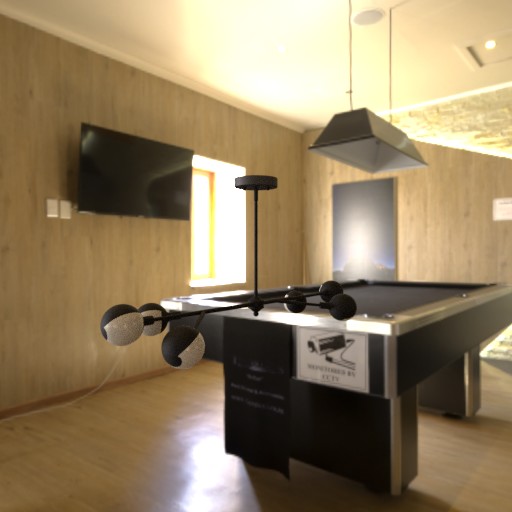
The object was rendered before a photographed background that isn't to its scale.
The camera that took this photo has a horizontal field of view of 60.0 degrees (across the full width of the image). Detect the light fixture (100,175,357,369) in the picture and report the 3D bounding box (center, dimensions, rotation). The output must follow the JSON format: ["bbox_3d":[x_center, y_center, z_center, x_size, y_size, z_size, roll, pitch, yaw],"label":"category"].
[{"bbox_3d":[0.000,0.000,1.040,0.778,0.362,0.434,-1,1,-36],"label":"light fixture"}]
